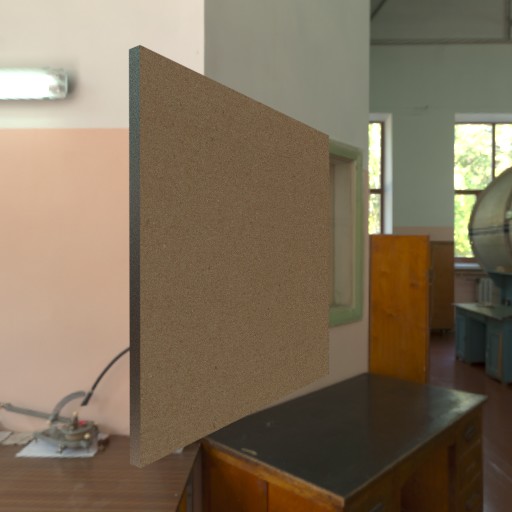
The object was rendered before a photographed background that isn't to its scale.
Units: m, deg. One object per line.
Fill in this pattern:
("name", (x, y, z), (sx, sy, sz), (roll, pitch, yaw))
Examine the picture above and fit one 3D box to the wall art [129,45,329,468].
("wall art", (0.000, 0.000, 1.134), (0.031, 0.775, 0.773), (0, 1, 36))
